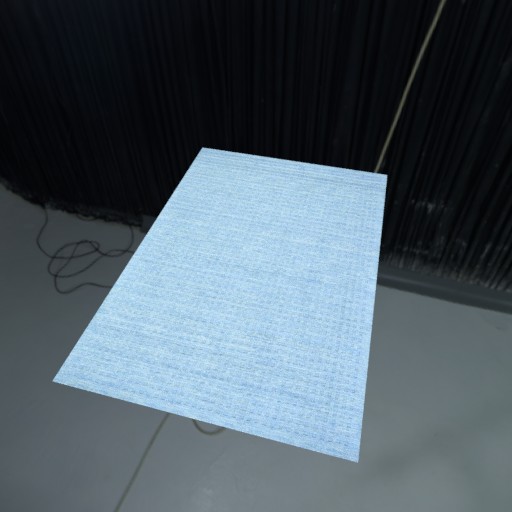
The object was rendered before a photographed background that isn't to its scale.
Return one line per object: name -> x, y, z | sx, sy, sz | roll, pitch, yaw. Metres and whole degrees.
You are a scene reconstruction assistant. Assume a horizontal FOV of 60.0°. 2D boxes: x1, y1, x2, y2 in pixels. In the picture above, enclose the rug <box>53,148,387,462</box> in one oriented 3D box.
rug -> 0.000, 0.000, 3.698 | 1.982, 0.006, 2.895 | 11, 47, 10
